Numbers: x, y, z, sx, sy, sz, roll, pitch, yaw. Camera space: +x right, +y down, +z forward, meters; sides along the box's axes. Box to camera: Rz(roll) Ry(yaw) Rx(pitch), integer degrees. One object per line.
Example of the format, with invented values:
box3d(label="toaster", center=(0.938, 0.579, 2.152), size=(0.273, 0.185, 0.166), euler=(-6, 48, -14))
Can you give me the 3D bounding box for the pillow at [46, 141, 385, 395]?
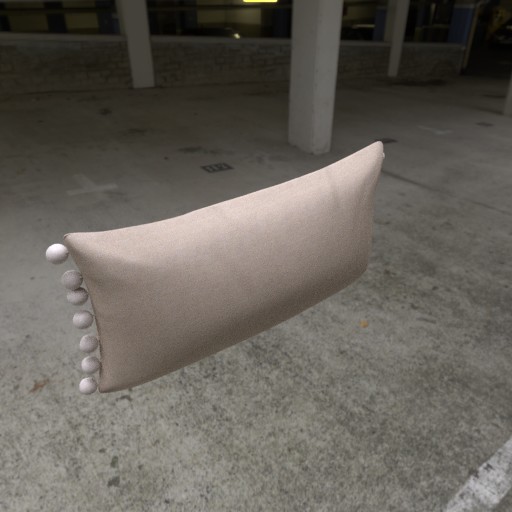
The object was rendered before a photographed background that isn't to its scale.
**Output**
box3d(label="pillow", center=(0.000, 0.000, 0.835), size=(0.709, 0.322, 0.201), euler=(-21, 37, -31))
